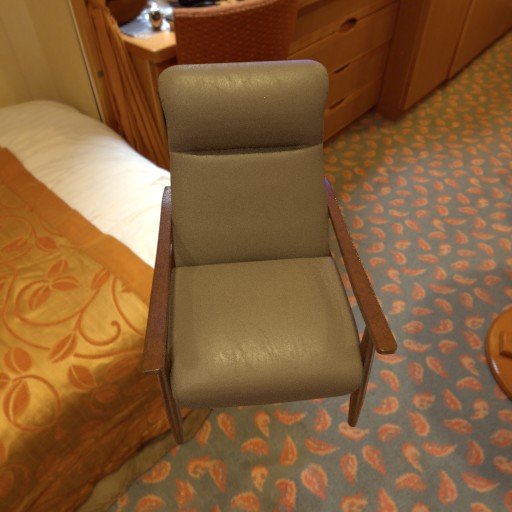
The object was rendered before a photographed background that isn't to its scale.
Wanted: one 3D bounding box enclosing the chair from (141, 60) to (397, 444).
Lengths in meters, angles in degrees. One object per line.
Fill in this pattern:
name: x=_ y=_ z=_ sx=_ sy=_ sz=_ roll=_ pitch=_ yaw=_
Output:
chair: x=0.000 y=0.000 z=1.706 sx=0.762 sy=1.082 sz=1.014 roll=-4 pitch=47 yaw=-4
